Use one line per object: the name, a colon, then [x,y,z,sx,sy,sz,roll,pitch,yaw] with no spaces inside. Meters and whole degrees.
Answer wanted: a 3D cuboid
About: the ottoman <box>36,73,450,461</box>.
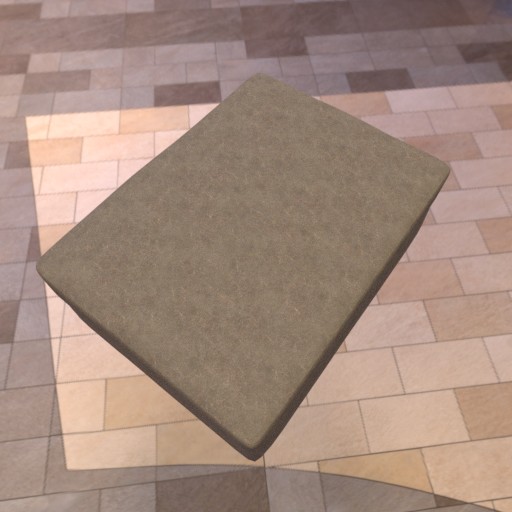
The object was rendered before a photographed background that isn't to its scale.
ottoman: [0.000,0.000,1.217,0.639,0.464,0.839,33,65,18]
